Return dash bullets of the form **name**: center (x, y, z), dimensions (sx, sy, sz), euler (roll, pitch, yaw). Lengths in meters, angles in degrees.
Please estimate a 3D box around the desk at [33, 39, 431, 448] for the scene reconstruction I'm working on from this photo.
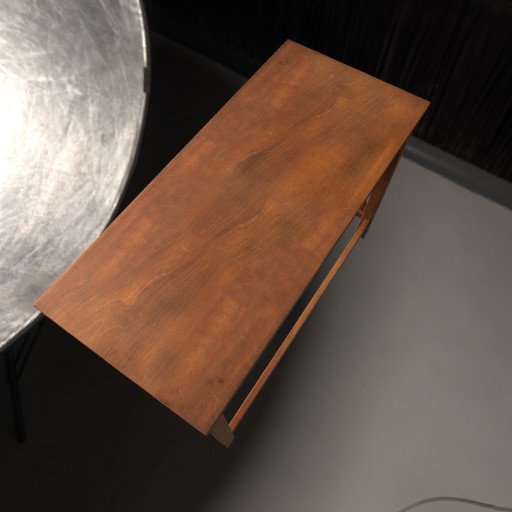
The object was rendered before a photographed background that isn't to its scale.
- **desk**: center (0.000, 0.000, 1.518), dimensions (0.508, 0.762, 1.117), euler (31, 67, 15)
